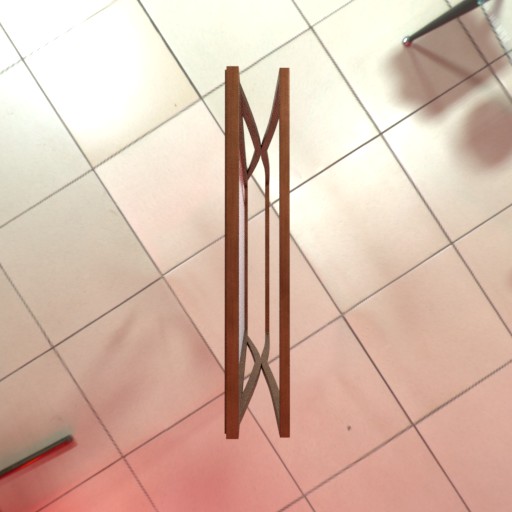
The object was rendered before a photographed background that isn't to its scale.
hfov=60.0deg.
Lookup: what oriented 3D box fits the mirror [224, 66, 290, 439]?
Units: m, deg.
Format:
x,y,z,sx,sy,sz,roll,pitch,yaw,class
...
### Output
x,y,z,sx,sy,sz,roll,pitch,yaw,class
0.000,0.000,0.937,0.082,0.768,0.468,0,89,0,mirror
